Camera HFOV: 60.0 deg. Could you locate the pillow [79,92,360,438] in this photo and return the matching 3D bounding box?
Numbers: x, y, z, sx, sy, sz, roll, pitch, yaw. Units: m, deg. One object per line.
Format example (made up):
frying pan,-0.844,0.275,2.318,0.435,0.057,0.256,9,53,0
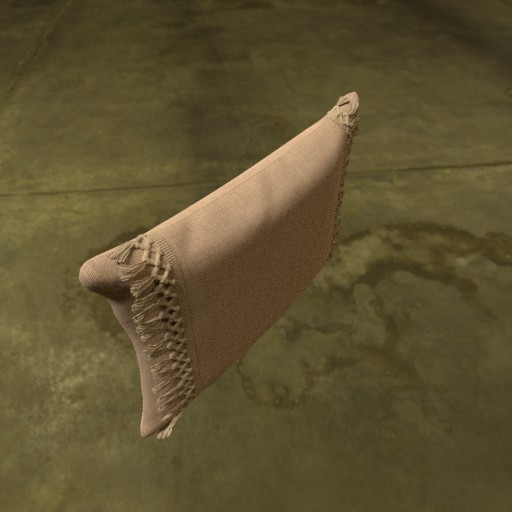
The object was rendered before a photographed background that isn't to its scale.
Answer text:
pillow,0.000,0.000,0.594,0.084,0.305,0.466,28,49,27
